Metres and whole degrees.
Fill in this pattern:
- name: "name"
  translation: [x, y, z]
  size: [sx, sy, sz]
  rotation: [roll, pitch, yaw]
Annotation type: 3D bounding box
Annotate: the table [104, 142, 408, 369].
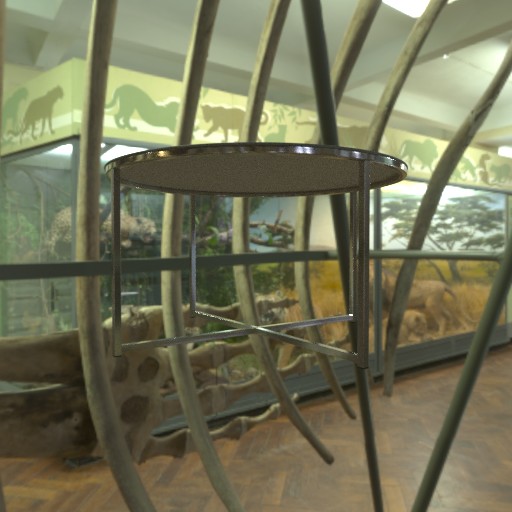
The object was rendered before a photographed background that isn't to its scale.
- name: "table"
  translation: [0.000, 0.000, 1.238]
  size: [0.800, 0.450, 0.800]
  rotation: [0, 2, 0]
